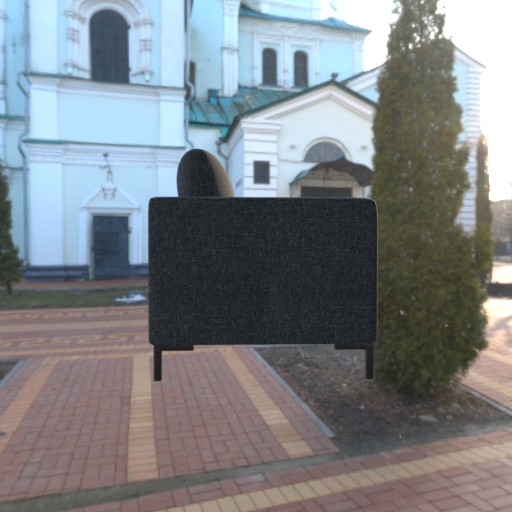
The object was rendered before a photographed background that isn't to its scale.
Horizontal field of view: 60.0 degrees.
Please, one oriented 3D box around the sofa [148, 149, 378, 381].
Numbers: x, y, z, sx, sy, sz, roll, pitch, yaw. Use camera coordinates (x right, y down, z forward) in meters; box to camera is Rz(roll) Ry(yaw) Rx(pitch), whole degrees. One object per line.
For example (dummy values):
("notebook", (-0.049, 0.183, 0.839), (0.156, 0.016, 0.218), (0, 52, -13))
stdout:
("sofa", (0.000, 0.000, 2.701), (0.859, 0.874, 2.218), (0, 1, -2))
